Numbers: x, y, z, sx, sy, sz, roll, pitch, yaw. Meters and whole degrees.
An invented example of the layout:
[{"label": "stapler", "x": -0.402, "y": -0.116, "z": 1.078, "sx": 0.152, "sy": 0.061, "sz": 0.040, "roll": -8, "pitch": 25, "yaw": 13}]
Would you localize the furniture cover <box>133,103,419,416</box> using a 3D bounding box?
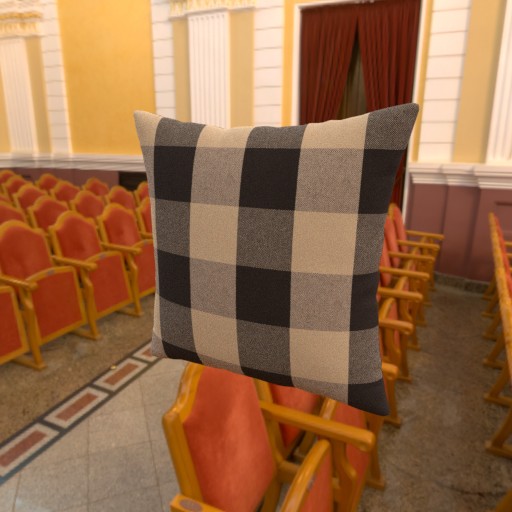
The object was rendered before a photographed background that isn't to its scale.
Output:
[{"label": "furniture cover", "x": 0.000, "y": 0.000, "z": 0.798, "sx": 0.511, "sy": 0.509, "sz": 0.161, "roll": 7, "pitch": 17, "yaw": 25}]
